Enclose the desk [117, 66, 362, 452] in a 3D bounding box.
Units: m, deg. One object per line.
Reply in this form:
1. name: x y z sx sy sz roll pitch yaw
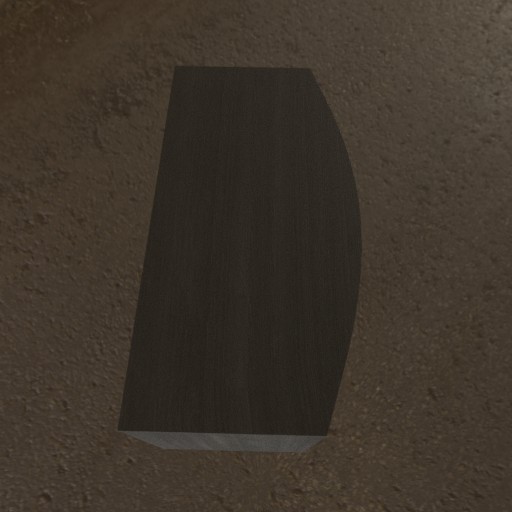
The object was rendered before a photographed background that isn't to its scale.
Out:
1. desk: 0.000 0.000 2.039 0.802 0.750 1.600 1 63 1
